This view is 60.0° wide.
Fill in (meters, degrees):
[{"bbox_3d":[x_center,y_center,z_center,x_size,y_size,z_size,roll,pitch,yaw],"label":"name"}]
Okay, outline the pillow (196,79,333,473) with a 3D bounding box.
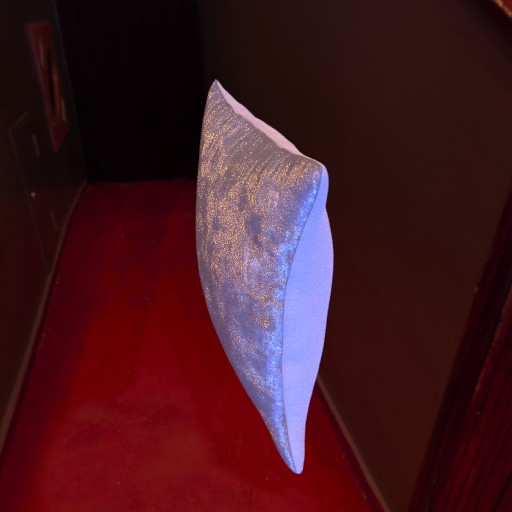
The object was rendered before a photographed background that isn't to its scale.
[{"bbox_3d":[0.000,0.000,0.712,0.175,0.464,0.470,-8,32,-13],"label":"pillow"}]
